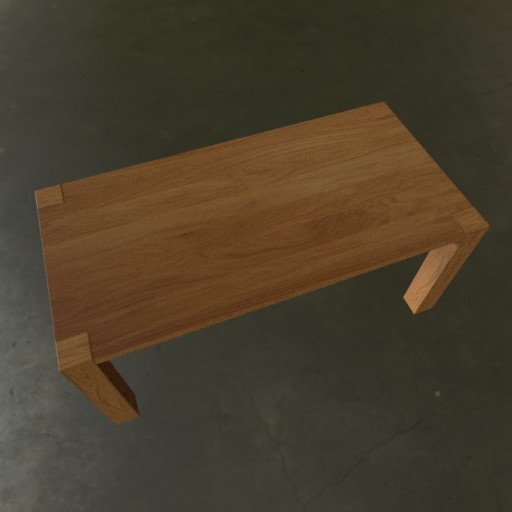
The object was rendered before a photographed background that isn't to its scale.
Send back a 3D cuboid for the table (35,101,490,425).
[{"bbox_3d":[0.000,0.000,2.263,1.800,0.760,0.900,-17,58,-11],"label":"table"}]
